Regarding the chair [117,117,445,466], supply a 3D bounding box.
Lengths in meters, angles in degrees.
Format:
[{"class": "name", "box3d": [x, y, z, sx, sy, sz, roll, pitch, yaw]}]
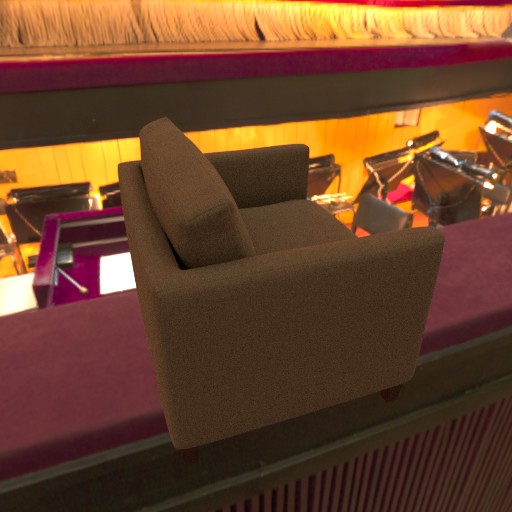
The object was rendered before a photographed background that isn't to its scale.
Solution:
[{"class": "chair", "box3d": [0.000, 0.000, 1.816, 0.959, 0.963, 1.107, -10, 32, -17]}]
